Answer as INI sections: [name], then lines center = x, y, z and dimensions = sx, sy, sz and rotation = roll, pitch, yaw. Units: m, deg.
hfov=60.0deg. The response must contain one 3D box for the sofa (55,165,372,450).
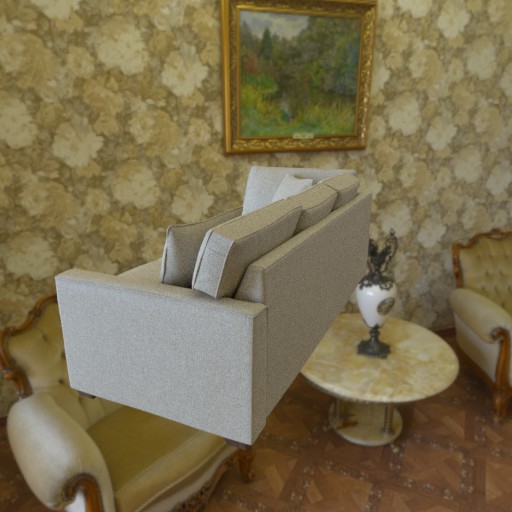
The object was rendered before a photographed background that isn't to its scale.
[sofa]
center = 0.000, 0.000, 2.865
dimensions = 1.053, 0.948, 2.323
rotation = 8, 18, 24
